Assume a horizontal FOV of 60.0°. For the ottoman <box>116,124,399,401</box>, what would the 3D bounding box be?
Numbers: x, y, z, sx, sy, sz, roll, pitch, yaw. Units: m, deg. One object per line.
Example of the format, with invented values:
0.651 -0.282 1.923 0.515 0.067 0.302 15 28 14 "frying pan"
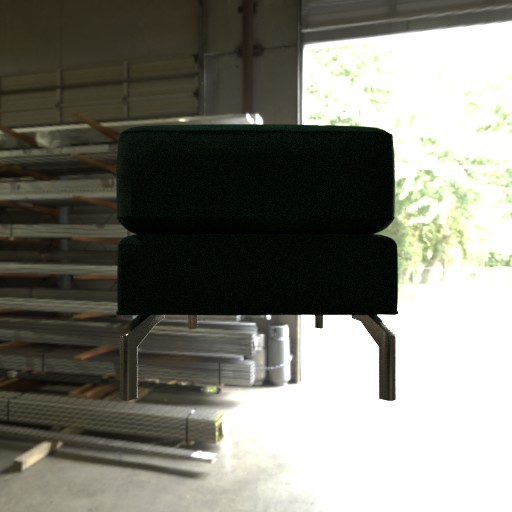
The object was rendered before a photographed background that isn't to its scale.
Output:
0.000 0.000 1.240 0.536 0.533 0.886 0 -1 0 "ottoman"
